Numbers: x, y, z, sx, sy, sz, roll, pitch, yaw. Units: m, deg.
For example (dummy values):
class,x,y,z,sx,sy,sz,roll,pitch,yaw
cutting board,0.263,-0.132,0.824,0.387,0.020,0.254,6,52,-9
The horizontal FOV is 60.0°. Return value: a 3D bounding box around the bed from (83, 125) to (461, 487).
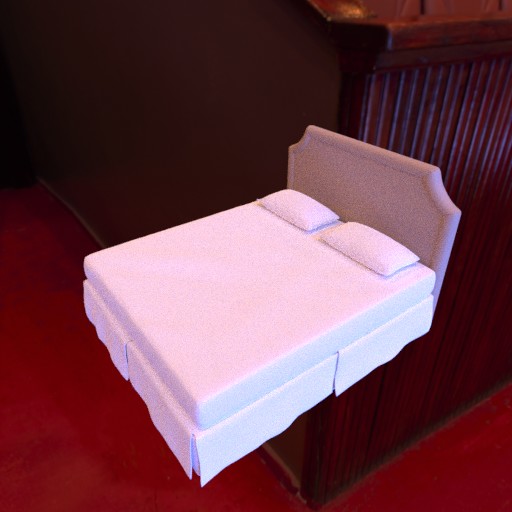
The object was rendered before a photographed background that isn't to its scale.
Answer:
class,x,y,z,sx,sy,sz,roll,pitch,yaw
bed,0.000,0.000,4.092,2.773,1.590,2.350,-22,38,-30
